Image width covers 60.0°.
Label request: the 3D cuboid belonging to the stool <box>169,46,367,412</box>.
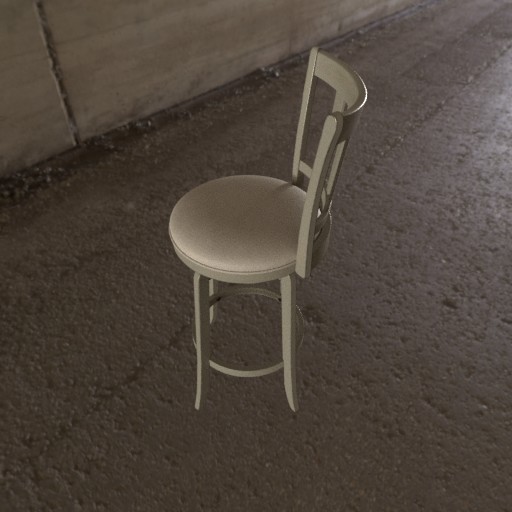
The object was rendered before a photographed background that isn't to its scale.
[{"bbox_3d":[0.000,0.000,1.302,0.475,1.042,0.436,1,41,1],"label":"stool"}]
